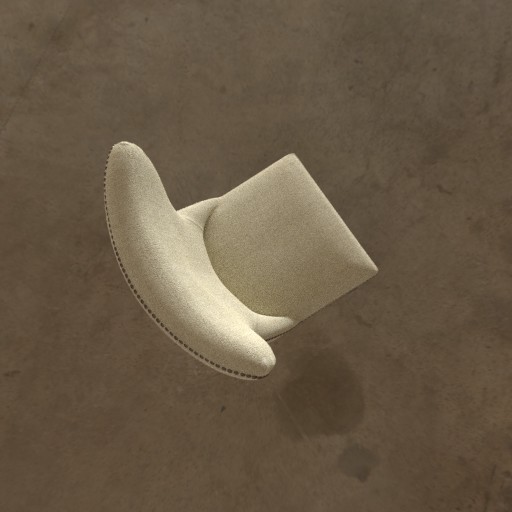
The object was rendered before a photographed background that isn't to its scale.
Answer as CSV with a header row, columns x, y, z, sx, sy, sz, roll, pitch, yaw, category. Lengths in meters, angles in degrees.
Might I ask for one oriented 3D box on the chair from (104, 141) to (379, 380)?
x,y,z,sx,sy,sz,roll,pitch,yaw,category
0.000,0.000,1.490,0.681,1.002,0.654,-32,79,-7,chair
